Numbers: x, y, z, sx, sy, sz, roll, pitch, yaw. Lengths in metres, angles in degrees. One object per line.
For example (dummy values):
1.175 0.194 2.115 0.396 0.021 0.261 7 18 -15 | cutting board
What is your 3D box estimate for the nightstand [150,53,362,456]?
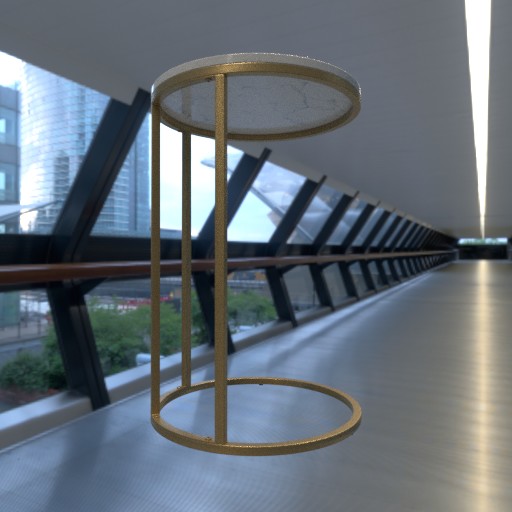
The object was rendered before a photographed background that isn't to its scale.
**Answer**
0.000 0.000 0.866 0.400 0.610 0.400 0 -1 -18 | nightstand
